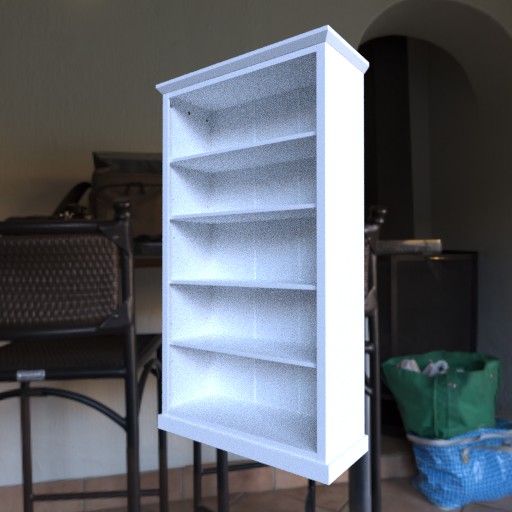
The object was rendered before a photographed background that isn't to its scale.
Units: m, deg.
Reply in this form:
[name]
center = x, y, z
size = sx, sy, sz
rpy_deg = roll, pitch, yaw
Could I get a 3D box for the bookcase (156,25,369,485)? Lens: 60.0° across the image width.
[bookcase]
center = 0.000, 0.000, 2.286
size = 1.050, 1.880, 0.432
rpy_deg = 0, -1, 36
